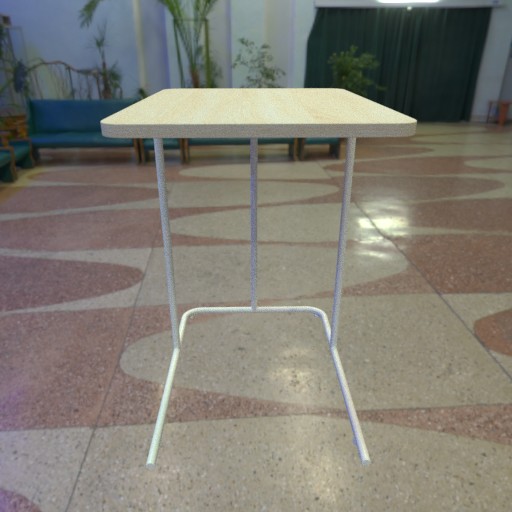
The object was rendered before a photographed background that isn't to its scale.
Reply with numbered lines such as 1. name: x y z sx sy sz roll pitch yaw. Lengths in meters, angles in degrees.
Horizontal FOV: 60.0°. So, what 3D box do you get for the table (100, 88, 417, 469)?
1. table: 0.000 0.000 0.827 0.370 0.550 0.480 0 25 -1
